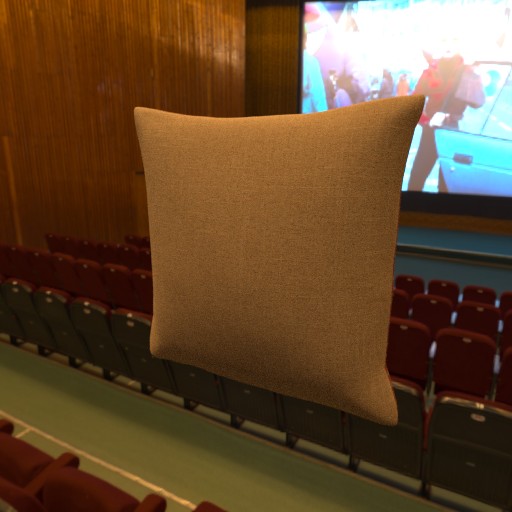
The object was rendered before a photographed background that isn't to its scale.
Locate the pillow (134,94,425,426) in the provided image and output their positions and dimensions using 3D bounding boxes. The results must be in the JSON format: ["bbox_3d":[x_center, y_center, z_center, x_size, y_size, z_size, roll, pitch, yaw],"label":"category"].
[{"bbox_3d":[0.000,0.000,0.760,0.511,0.503,0.182,8,17,28],"label":"pillow"}]
